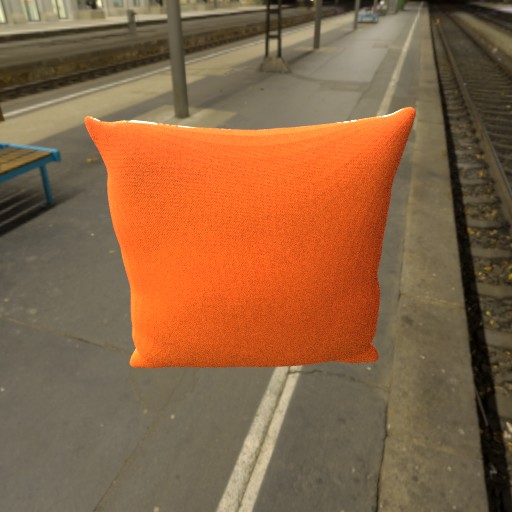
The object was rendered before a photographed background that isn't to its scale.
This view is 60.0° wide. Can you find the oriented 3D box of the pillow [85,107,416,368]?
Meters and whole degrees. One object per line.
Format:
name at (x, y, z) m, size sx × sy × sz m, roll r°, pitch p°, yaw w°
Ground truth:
pillow at (0.000, 0.000, 0.683) m, size 0.440 × 0.441 × 0.182 m, roll -2°, pitch 31°, yaw -3°
